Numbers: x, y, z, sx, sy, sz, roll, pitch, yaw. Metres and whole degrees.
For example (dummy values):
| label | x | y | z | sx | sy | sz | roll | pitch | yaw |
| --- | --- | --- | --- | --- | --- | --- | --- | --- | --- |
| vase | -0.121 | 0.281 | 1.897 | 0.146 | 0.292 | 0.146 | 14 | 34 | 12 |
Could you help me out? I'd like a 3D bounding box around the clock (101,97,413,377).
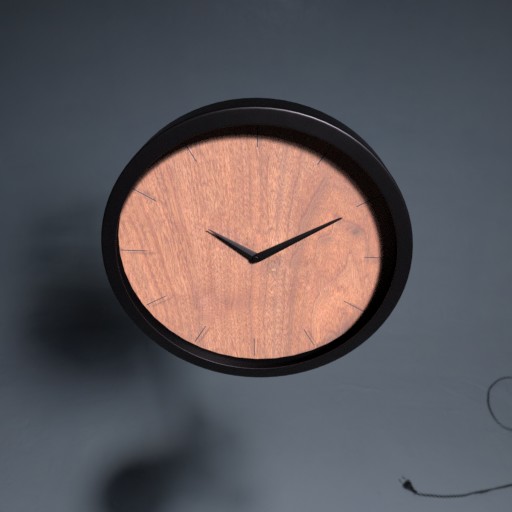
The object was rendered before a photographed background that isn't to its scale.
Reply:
| label | x | y | z | sx | sy | sz | roll | pitch | yaw |
| --- | --- | --- | --- | --- | --- | --- | --- | --- | --- |
| clock | 0.000 | 0.000 | 0.468 | 0.314 | 0.314 | 0.040 | 1 | 30 | 2 |
